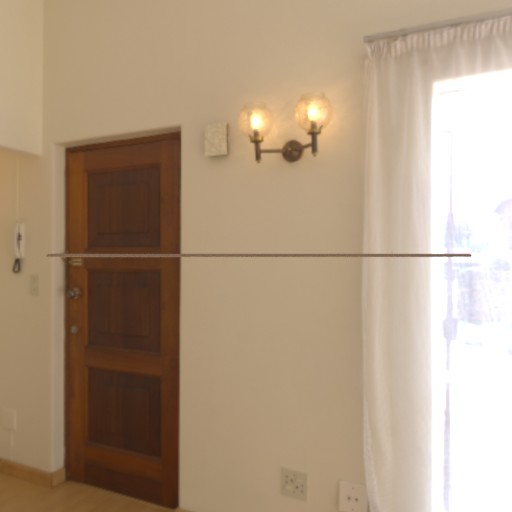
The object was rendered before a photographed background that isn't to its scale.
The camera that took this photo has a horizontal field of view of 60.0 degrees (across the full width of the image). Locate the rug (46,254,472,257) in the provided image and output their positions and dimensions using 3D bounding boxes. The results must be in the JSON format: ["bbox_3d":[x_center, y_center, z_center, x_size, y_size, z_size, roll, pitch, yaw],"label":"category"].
[{"bbox_3d":[0.000,0.000,2.785,1.600,0.013,2.260,0,0,-1],"label":"rug"}]
